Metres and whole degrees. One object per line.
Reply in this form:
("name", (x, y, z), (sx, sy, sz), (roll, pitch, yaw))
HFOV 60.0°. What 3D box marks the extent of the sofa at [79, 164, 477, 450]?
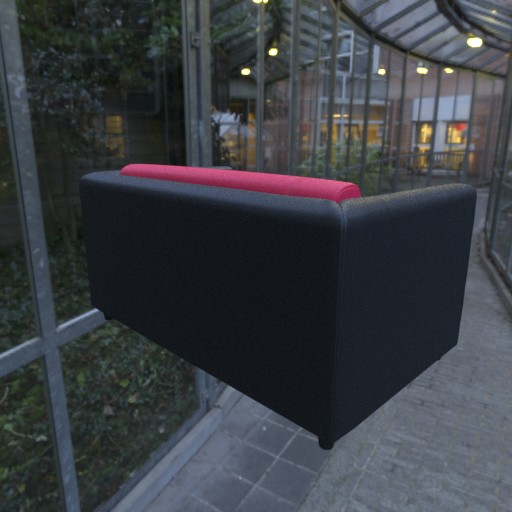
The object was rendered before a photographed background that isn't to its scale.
("sofa", (0.000, 0.000, 1.850), (1.410, 0.735, 0.845), (15, 21, 43))
